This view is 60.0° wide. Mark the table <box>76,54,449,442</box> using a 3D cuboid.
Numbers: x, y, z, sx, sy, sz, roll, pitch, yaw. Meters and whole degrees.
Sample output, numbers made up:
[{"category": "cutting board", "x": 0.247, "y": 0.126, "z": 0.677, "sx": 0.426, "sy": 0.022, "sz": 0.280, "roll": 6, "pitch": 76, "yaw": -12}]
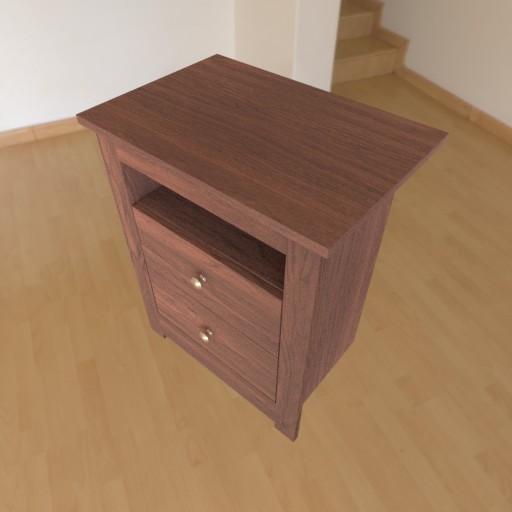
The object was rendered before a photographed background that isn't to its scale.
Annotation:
[{"category": "table", "x": 0.000, "y": 0.000, "z": 1.094, "sx": 0.589, "sy": 0.711, "sz": 0.406, "roll": 31, "pitch": 53, "yaw": 27}]
